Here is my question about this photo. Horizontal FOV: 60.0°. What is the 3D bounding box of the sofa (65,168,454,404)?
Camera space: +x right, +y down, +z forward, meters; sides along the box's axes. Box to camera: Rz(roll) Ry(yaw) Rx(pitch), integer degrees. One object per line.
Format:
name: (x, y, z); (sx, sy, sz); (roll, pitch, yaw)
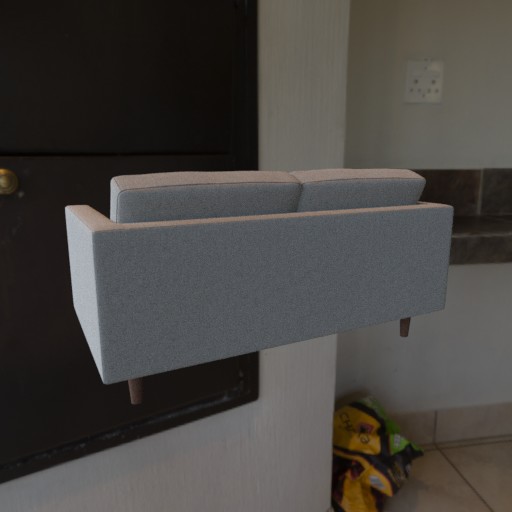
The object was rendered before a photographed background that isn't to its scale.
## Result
sofa: (0.000, 0.000, 2.316); (1.731, 0.900, 1.000); (-6, 14, -27)
